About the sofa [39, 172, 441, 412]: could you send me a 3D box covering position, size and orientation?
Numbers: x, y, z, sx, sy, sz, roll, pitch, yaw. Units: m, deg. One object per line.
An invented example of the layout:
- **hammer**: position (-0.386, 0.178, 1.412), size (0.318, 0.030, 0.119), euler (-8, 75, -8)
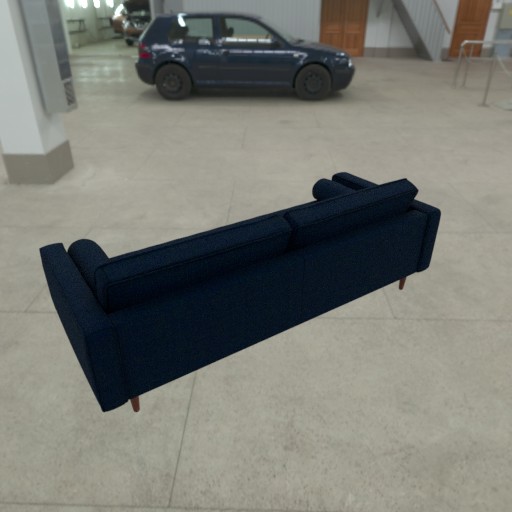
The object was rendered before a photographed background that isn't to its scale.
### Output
- **sofa**: position (0.000, 0.000, 2.655), size (2.210, 0.762, 0.914), euler (-18, 34, -29)
